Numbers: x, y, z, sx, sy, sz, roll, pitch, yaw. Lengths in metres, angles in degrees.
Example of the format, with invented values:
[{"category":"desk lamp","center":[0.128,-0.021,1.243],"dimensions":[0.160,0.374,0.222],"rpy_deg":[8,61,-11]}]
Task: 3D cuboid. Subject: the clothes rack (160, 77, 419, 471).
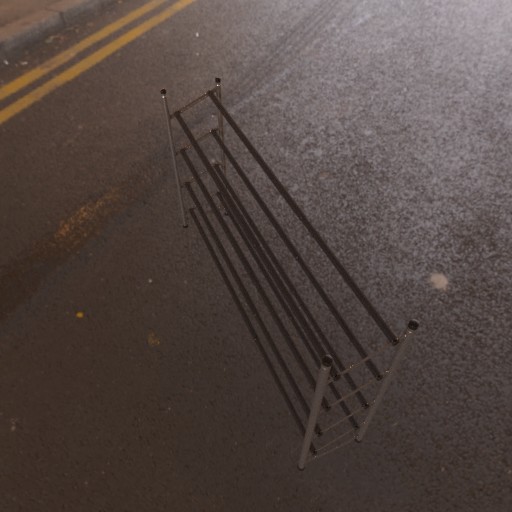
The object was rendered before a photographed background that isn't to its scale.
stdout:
[{"category":"clothes rack","center":[0.000,0.000,1.480],"dimensions":[0.229,0.672,1.168],"rpy_deg":[-18,51,-16]}]
